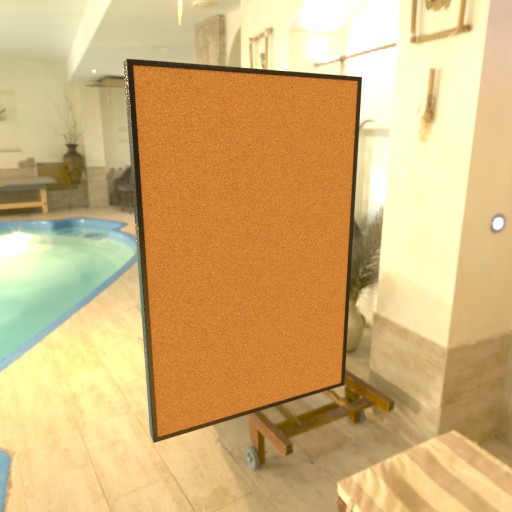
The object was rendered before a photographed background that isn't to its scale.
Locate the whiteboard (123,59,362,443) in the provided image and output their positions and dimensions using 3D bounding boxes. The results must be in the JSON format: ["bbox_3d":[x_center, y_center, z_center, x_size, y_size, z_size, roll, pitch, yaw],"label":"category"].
[{"bbox_3d":[0.000,0.000,0.780,0.406,0.611,0.026,-7,17,-26],"label":"whiteboard"}]
